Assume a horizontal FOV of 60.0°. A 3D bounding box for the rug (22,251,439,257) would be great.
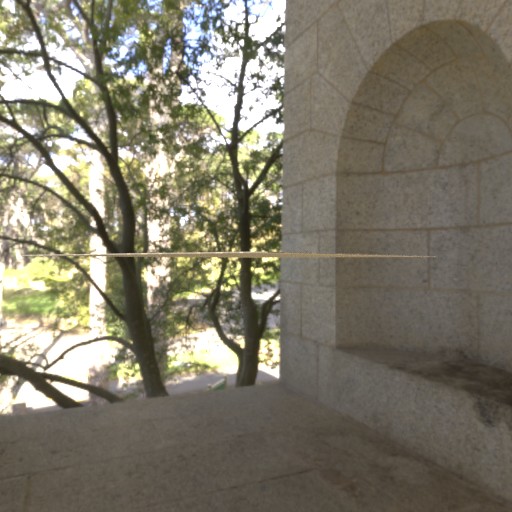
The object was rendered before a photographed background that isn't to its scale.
[{"bbox_3d":[0.000,0.000,3.841,2.283,0.006,2.892,0,-1,37],"label":"rug"}]
